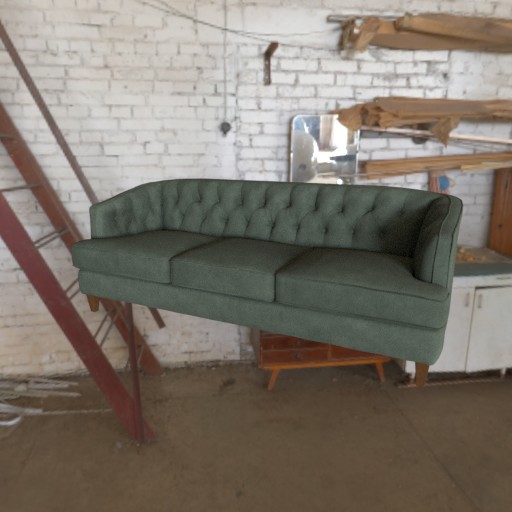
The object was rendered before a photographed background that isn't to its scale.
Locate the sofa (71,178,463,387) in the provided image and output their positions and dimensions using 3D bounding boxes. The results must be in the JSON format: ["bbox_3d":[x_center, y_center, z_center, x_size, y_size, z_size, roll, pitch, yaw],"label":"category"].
[{"bbox_3d":[0.000,0.000,2.758,2.278,0.855,0.941,7,16,26],"label":"sofa"}]
